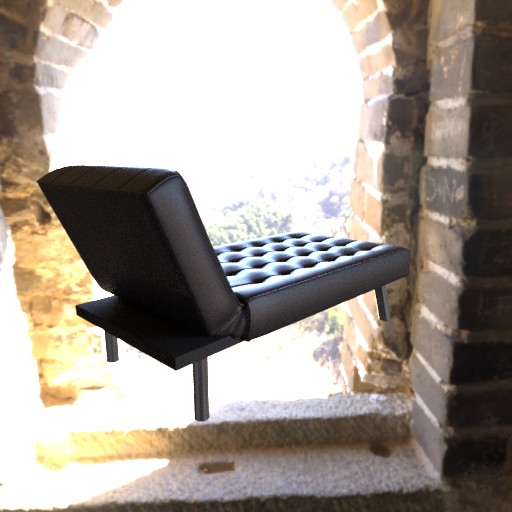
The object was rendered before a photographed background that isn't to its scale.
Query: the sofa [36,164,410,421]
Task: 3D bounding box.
[{"bbox_3d":[0.000,0.000,1.996,0.760,0.820,1.560,12,18,43],"label":"sofa"}]
